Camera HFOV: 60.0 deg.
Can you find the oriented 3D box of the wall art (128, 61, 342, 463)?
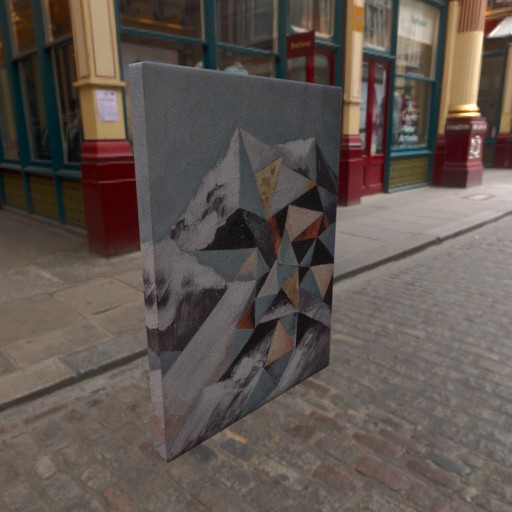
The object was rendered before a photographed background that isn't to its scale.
[{"bbox_3d":[0.000,0.000,0.816,0.037,0.613,0.455,14,21,42],"label":"wall art"}]
